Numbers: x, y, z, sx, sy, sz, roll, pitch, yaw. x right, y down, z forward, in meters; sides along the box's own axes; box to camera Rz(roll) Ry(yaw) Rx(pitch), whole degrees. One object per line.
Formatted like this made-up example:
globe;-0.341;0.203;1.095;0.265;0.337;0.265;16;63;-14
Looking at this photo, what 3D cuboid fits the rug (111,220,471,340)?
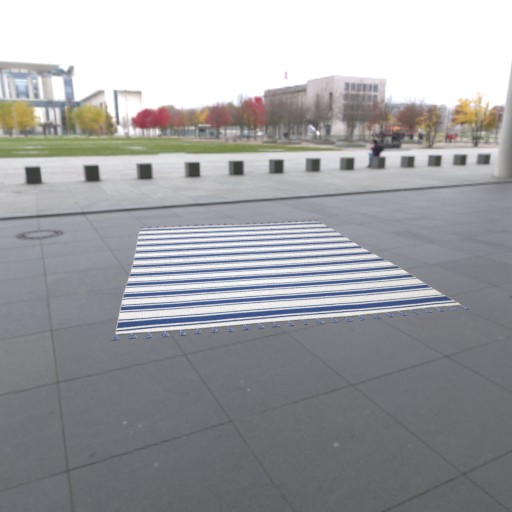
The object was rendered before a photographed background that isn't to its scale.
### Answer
rug;0.000;0.000;4.507;2.471;0.016;3.416;-3;16;-11
